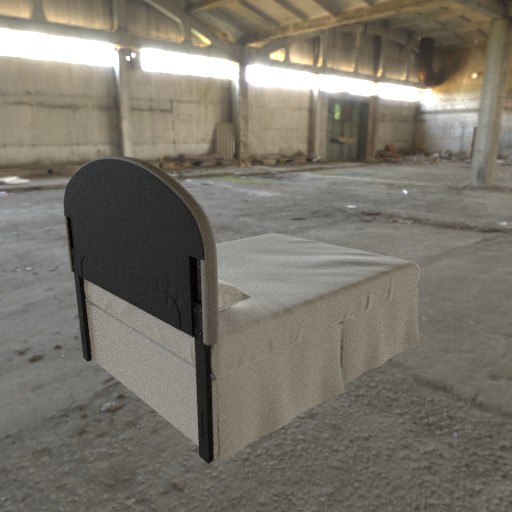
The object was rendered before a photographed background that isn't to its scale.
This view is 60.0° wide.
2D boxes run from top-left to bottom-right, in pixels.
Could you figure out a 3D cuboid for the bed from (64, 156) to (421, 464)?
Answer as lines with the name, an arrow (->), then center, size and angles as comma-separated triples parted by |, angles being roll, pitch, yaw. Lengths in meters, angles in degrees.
bed -> 0.000, 0.000, 3.088 | 2.005, 1.410, 1.607 | -14, 20, -42
